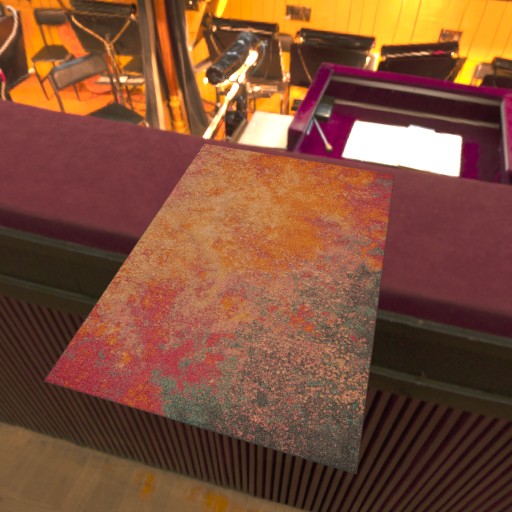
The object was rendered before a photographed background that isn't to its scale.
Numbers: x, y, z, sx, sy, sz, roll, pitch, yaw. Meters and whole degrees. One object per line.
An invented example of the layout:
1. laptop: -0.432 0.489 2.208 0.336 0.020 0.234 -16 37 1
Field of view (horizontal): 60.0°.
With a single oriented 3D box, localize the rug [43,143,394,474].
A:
1. rug: 0.000 0.000 3.606 2.007 0.013 2.896 12 48 11
